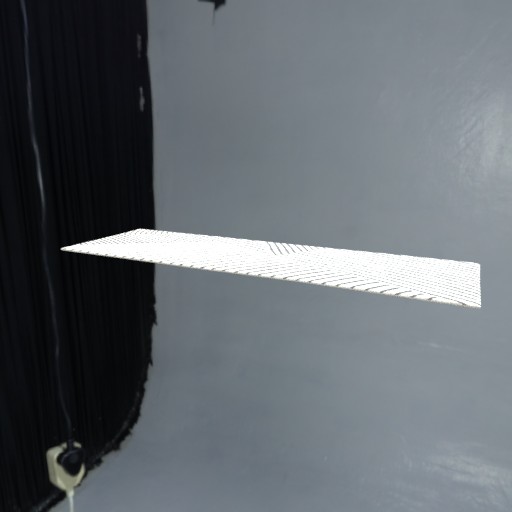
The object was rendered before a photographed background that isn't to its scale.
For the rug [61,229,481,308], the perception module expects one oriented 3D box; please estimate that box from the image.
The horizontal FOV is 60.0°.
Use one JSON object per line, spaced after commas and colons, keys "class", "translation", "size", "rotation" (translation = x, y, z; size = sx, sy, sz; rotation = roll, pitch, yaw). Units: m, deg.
{"class": "rug", "translation": [0.000, 0.000, 2.683], "size": [2.439, 0.020, 0.773], "rotation": [7, 16, 25]}
